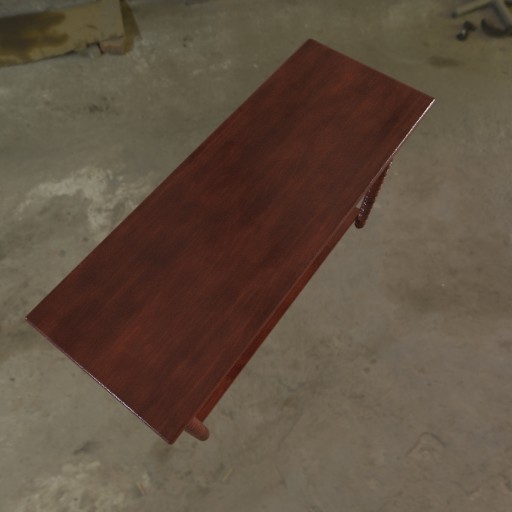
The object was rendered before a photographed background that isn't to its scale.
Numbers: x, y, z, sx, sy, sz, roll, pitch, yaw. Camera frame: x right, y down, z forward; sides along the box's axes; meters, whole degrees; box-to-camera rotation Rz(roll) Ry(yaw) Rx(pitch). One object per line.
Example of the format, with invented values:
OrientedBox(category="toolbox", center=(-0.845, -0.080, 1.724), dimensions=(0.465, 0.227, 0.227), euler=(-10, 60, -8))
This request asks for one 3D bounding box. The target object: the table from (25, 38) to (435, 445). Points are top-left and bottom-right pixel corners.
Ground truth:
OrientedBox(category="table", center=(0.000, 0.000, 1.491), dimensions=(0.459, 0.740, 1.184), euler=(34, 68, 15))
